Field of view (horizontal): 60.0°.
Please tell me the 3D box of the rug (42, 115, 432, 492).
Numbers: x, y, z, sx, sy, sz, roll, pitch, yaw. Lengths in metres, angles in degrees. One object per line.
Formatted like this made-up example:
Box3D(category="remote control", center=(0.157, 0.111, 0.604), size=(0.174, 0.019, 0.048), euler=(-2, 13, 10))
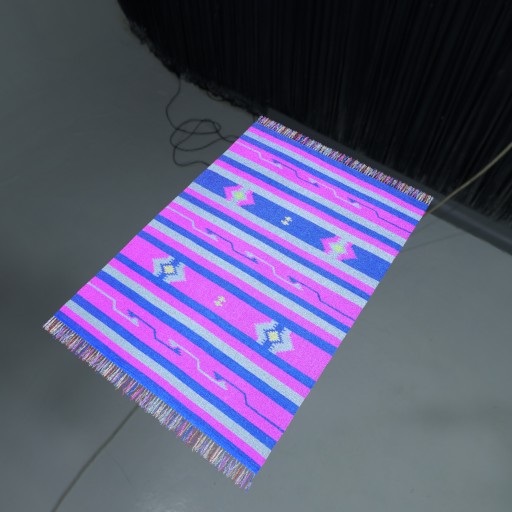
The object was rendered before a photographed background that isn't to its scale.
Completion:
Box3D(category="rug", center=(0.000, 0.000, 2.948), size=(1.539, 0.013, 2.350), euler=(31, 63, 18))
